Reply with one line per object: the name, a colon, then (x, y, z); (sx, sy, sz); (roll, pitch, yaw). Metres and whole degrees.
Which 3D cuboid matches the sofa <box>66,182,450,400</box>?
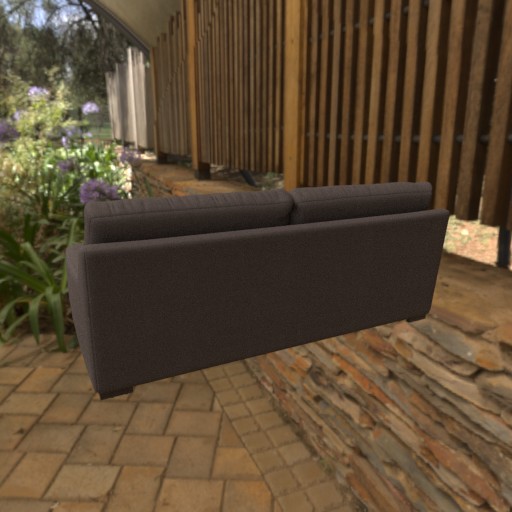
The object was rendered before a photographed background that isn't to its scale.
sofa: (0.000, 0.000, 2.870); (2.271, 0.950, 1.140); (-8, 17, -26)
